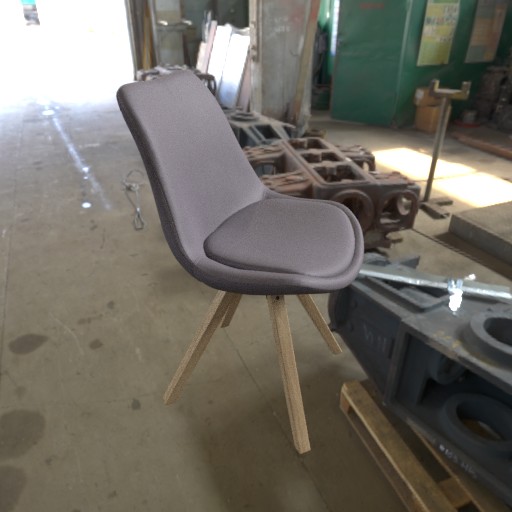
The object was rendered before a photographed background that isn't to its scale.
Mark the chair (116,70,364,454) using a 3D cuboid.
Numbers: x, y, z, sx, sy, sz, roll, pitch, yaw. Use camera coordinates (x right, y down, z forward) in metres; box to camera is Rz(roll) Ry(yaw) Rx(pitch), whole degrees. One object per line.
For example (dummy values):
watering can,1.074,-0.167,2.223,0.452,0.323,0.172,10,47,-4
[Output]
chair,0.000,0.000,1.173,0.547,0.865,0.483,11,32,18
